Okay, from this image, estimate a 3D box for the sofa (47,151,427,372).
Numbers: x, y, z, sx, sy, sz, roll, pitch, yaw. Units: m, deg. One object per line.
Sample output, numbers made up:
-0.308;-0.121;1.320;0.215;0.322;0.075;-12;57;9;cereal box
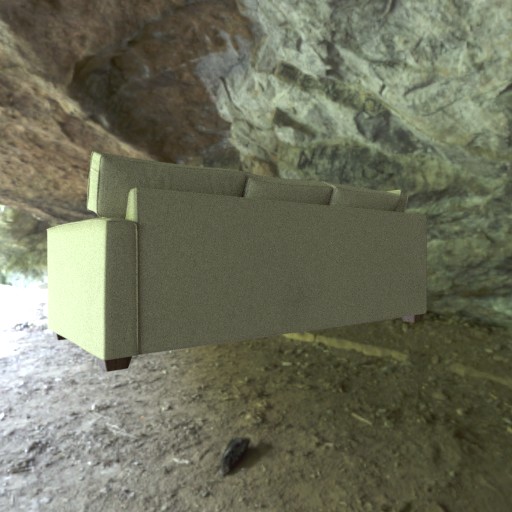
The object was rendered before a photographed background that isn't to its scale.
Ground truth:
0.000;0.000;2.879;2.323;0.948;1.053;0;0;-37;sofa
